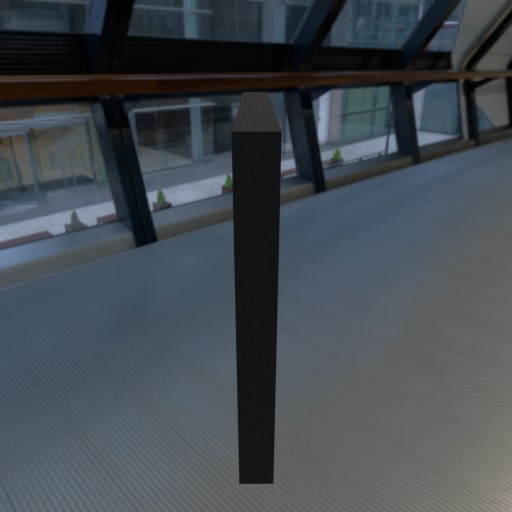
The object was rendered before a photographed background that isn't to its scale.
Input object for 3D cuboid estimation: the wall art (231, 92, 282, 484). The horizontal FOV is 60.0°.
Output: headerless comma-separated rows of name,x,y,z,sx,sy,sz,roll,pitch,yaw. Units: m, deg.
wall art,0.000,0.000,0.471,0.030,0.305,0.308,0,24,0
